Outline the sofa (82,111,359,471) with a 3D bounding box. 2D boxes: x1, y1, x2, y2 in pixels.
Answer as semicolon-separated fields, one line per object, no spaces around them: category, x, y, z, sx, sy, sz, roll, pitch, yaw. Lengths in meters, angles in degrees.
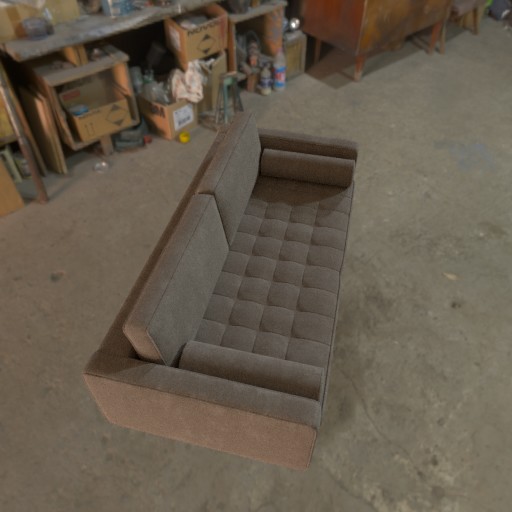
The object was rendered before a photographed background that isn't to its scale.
sofa;0.000;0.000;2.317;0.920;0.769;1.883;10;47;9
